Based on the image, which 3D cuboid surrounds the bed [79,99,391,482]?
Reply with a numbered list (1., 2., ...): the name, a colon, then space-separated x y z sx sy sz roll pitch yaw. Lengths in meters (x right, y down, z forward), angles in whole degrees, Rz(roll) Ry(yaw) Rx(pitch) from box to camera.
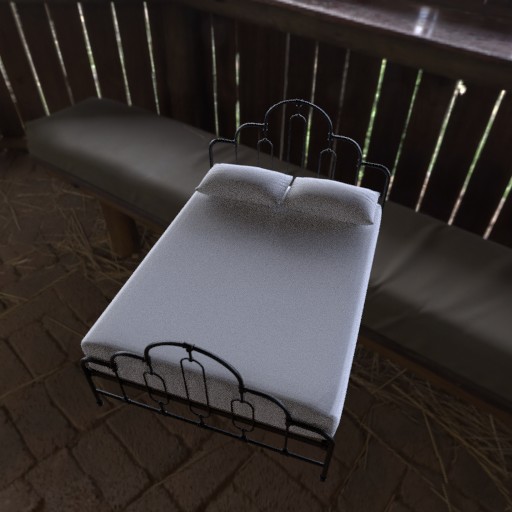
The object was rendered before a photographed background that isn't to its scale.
1. bed: 0.000 0.000 3.195 1.626 1.444 2.181 13 44 14
